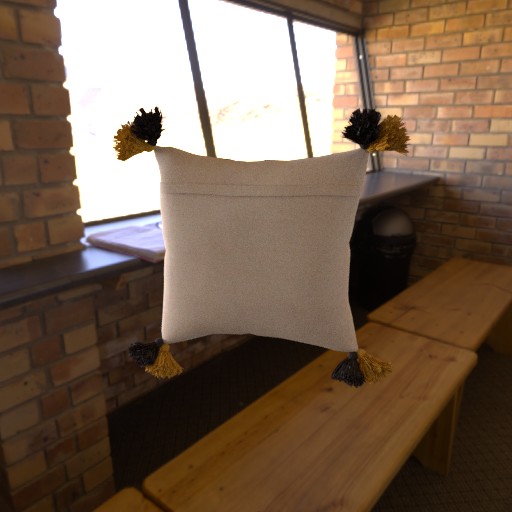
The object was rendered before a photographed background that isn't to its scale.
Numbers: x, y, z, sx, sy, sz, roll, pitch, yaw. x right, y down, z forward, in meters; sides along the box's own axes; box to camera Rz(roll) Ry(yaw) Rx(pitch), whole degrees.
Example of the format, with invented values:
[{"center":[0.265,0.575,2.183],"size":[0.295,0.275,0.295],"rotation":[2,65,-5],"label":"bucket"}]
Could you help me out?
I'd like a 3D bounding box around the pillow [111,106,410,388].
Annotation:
[{"center":[0.000,0.000,1.020],"size":[0.654,0.659,0.139],"rotation":[2,17,8],"label":"pillow"}]
